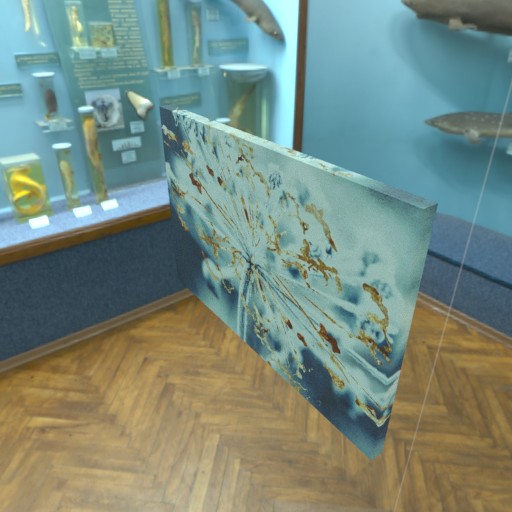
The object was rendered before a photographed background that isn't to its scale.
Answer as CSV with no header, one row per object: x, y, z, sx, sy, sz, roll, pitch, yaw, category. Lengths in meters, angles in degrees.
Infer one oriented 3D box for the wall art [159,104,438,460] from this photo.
0.000,0.000,1.155,0.038,0.608,0.912,-20,36,-31,wall art
